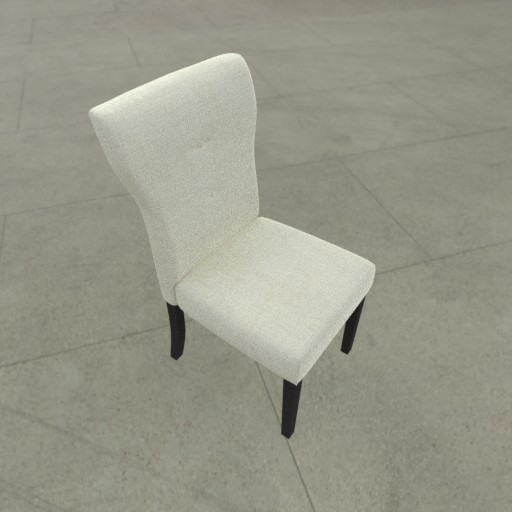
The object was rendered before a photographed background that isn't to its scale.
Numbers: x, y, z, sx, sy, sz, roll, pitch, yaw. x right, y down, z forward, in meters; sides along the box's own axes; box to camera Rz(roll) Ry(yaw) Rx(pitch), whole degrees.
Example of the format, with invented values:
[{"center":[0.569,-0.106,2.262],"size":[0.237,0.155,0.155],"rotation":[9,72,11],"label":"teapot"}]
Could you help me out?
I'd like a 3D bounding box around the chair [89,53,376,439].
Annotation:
[{"center":[0.000,0.000,1.294],"size":[0.597,0.921,0.509],"rotation":[26,48,26],"label":"chair"}]
